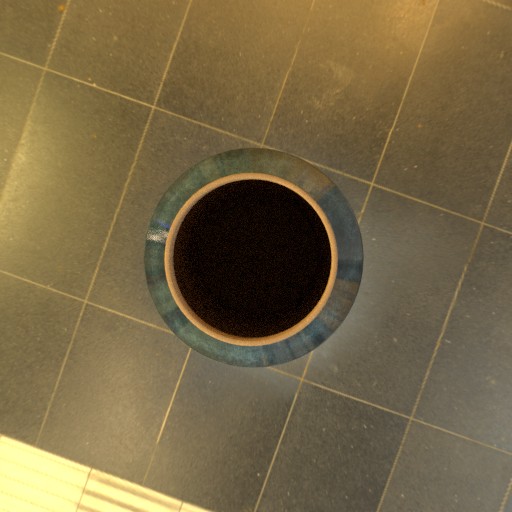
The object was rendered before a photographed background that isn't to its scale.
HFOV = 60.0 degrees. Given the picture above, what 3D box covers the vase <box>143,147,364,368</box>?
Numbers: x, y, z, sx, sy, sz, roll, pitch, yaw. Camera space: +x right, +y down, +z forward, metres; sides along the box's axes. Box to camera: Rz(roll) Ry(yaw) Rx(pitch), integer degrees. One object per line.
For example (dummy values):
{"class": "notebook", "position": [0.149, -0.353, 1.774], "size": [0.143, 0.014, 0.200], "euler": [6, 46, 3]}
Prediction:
{"class": "vase", "position": [0.000, 0.000, 0.401], "size": [0.163, 0.316, 0.163], "euler": [0, 91, 1]}
